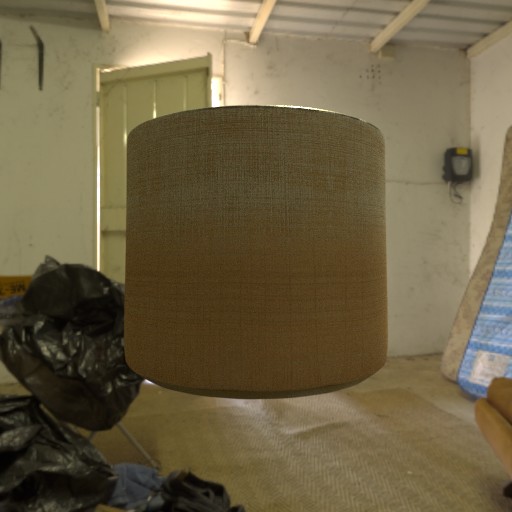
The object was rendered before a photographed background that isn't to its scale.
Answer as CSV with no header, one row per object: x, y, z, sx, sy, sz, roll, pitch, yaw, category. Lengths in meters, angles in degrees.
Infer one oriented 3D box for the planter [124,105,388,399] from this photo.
0.000,0.000,0.445,0.254,0.221,0.254,0,0,0,planter
